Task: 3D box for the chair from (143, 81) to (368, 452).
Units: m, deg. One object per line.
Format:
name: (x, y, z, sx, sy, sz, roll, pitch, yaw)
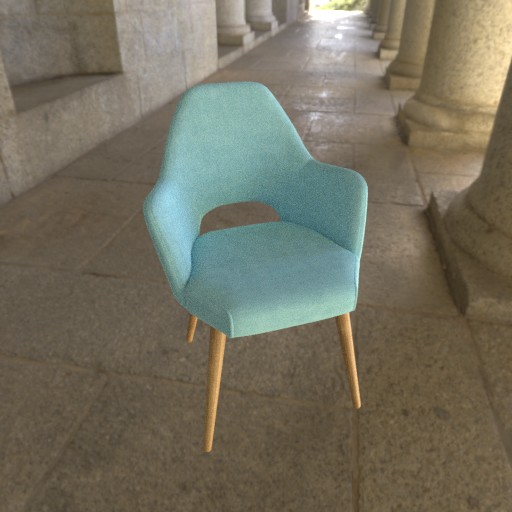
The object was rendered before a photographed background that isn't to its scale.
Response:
chair: (0.000, 0.000, 1.269, 0.590, 0.840, 0.610, -10, 33, -15)
